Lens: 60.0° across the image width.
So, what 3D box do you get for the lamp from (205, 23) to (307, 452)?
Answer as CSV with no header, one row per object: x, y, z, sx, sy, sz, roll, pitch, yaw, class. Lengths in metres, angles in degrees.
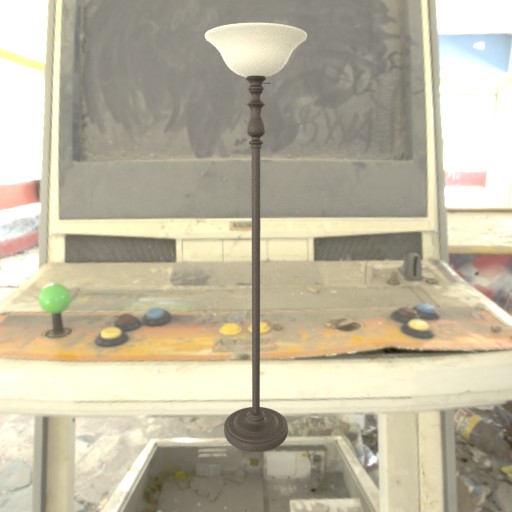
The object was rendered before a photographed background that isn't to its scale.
0.000,0.000,1.976,0.405,1.797,0.405,6,15,25,lamp
